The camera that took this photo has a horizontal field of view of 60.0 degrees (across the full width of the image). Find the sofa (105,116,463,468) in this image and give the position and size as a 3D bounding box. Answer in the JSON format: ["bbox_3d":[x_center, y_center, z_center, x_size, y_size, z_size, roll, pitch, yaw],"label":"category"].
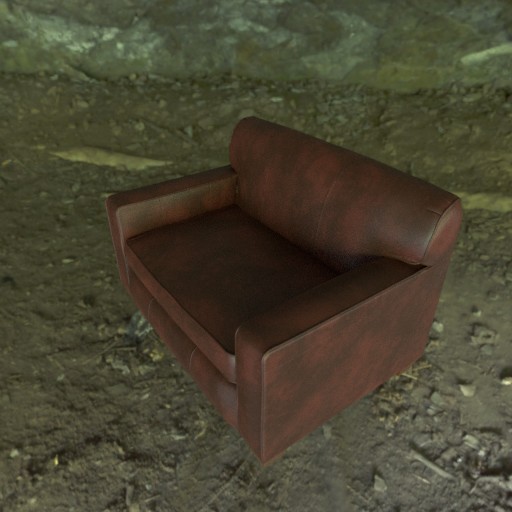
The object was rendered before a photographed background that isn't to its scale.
[{"bbox_3d":[0.000,0.000,2.106,1.000,0.956,1.413,-21,38,-29],"label":"sofa"}]
